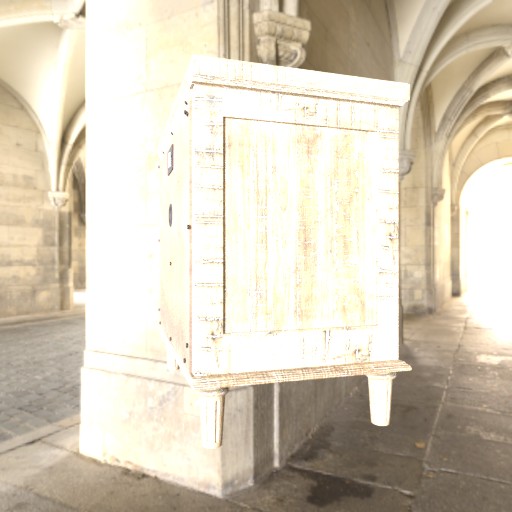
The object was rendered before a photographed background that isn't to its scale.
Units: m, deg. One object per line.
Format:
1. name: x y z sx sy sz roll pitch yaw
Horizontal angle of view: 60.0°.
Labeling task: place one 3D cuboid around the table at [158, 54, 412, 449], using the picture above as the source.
1. table: 0.000 0.000 1.171 0.457 0.711 0.686 0 0 -17
